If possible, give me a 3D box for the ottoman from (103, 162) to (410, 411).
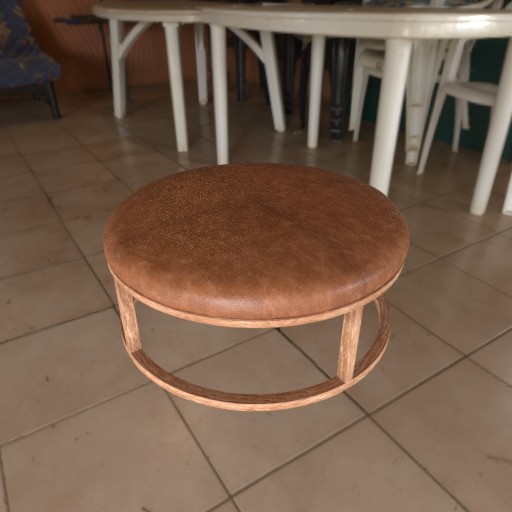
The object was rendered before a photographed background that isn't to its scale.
[{"bbox_3d":[0.000,0.000,1.584,1.006,0.445,1.006,0,31,0],"label":"ottoman"}]
